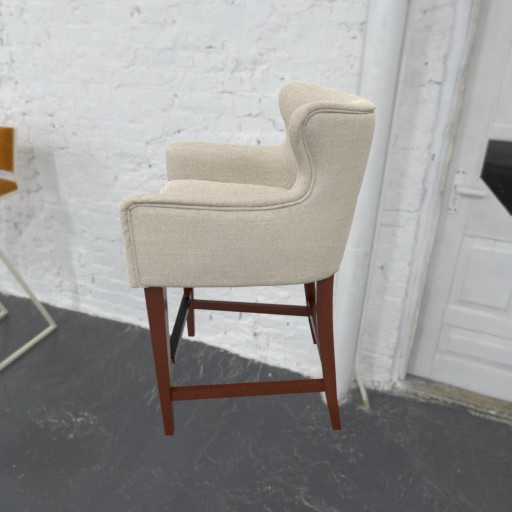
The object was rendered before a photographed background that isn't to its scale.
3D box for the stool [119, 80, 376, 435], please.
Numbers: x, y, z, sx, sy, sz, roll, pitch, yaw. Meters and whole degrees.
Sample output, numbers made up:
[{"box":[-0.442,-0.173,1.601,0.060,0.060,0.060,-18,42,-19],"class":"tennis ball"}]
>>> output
[{"box":[0.000,0.000,1.394,0.637,0.987,0.615,0,26,0],"class":"stool"}]
